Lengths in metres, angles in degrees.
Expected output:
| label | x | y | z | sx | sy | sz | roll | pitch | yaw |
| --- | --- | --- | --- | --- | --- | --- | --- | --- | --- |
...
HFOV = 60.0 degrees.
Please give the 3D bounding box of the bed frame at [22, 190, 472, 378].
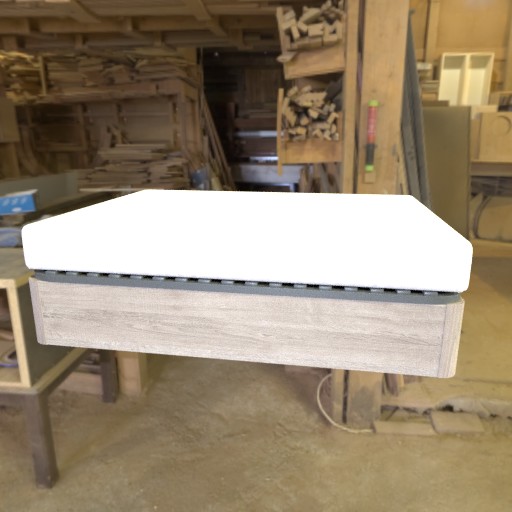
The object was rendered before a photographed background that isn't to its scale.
| label | x | y | z | sx | sy | sz | roll | pitch | yaw |
| --- | --- | --- | --- | --- | --- | --- | --- | --- | --- |
| bed frame | 0.000 | 0.000 | 2.514 | 1.900 | 0.561 | 1.400 | 3 | 16 | 9 |
